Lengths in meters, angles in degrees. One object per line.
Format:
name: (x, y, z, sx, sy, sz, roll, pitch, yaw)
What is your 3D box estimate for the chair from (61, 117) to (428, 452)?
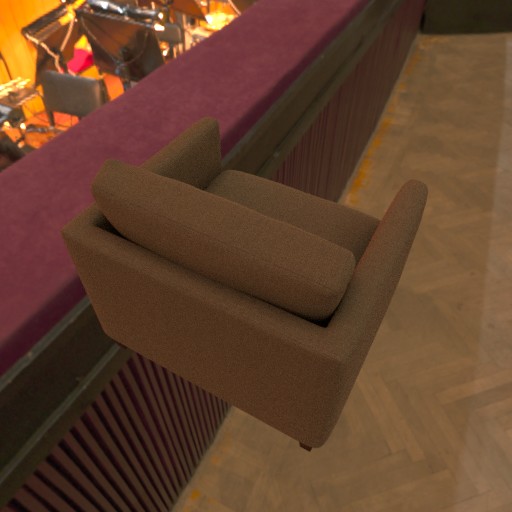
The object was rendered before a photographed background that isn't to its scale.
chair: (0.000, 0.000, 1.849, 1.107, 0.963, 0.959, 22, 51, 20)
